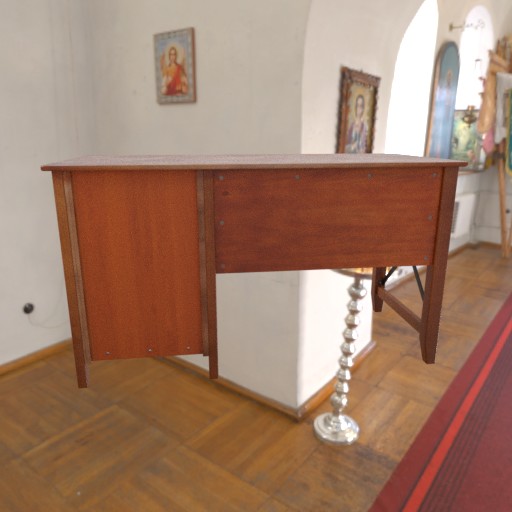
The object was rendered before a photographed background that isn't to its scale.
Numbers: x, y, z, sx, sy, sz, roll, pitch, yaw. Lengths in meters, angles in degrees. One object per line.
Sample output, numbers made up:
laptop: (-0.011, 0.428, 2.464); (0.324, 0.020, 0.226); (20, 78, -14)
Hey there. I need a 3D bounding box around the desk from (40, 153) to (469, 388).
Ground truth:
desk: (0.000, 0.000, 1.752); (1.353, 0.756, 0.574); (-2, 16, -7)
